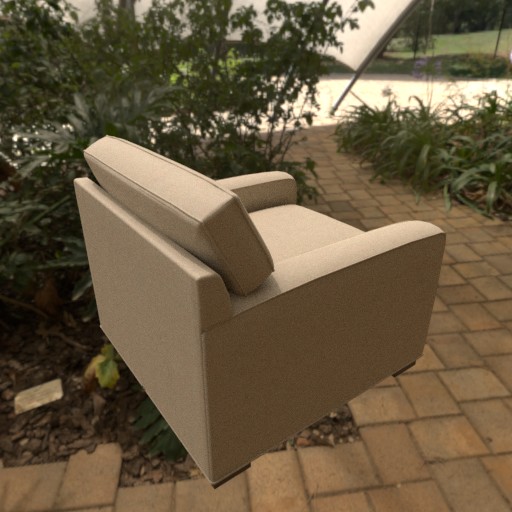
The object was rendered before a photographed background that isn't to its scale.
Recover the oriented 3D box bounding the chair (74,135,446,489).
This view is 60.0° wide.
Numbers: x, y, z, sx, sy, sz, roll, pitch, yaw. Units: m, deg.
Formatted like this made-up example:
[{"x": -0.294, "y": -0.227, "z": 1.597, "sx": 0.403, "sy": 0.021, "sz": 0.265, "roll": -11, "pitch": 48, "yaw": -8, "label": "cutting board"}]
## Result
[{"x": 0.000, "y": 0.000, "z": 1.759, "sx": 1.043, "sy": 0.913, "sz": 0.998, "roll": -18, "pitch": 31, "yaw": -32, "label": "chair"}]
